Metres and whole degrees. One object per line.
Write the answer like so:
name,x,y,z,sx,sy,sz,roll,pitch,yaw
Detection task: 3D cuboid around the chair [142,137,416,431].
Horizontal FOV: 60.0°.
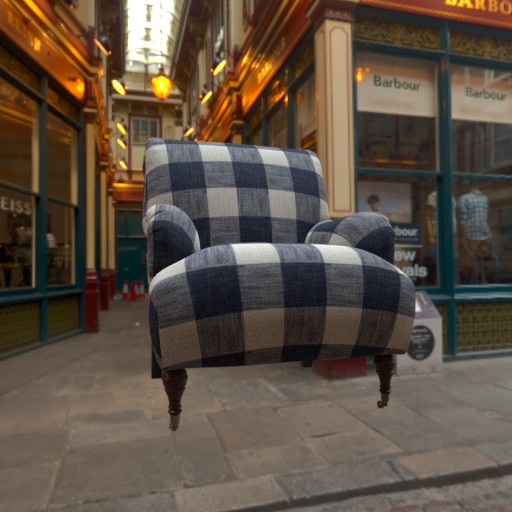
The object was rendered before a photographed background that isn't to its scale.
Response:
chair,0.000,0.000,1.568,0.781,0.953,0.848,0,-1,-17
